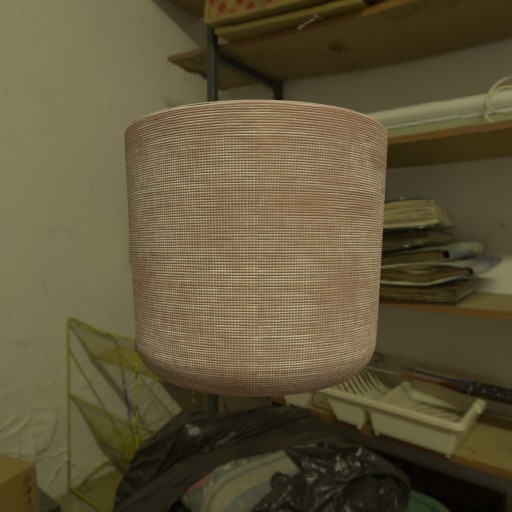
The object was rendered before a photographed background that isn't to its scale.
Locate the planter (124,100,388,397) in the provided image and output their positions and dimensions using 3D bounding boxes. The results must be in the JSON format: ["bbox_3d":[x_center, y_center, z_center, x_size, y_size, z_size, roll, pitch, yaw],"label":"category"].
[{"bbox_3d":[0.000,0.000,0.776,0.440,0.398,0.440,0,1,0],"label":"planter"}]
